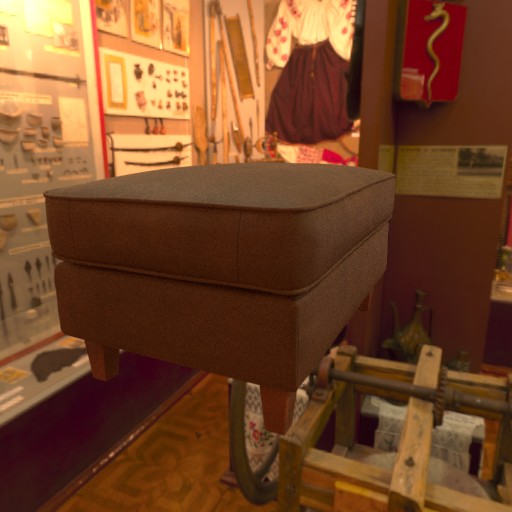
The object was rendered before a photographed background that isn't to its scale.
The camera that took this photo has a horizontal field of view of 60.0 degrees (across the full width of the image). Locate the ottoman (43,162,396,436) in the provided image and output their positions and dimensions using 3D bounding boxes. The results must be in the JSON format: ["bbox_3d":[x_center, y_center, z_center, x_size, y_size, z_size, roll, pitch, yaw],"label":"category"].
[{"bbox_3d":[0.000,0.000,1.191,0.596,0.481,0.860,7,16,25],"label":"ottoman"}]
